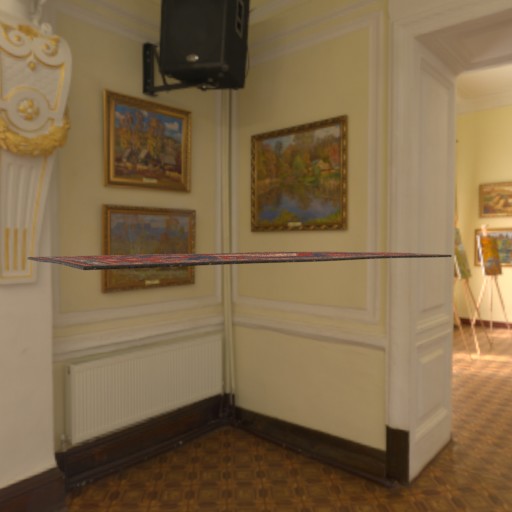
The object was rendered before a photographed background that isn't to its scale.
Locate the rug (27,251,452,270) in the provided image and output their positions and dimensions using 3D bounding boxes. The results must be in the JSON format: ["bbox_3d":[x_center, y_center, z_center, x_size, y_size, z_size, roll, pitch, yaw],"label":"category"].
[{"bbox_3d":[0.000,0.000,3.514,3.032,0.034,1.522,-1,2,-36],"label":"rug"}]
